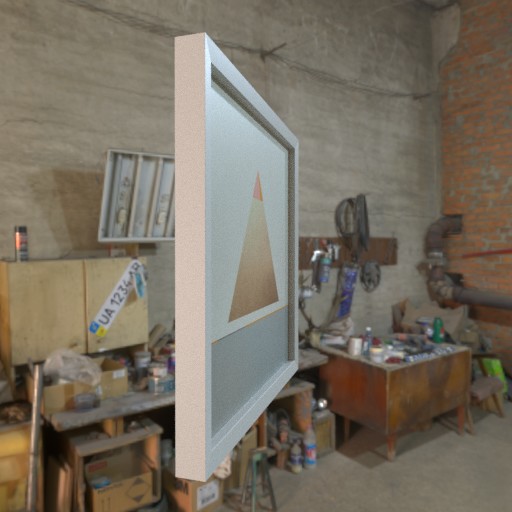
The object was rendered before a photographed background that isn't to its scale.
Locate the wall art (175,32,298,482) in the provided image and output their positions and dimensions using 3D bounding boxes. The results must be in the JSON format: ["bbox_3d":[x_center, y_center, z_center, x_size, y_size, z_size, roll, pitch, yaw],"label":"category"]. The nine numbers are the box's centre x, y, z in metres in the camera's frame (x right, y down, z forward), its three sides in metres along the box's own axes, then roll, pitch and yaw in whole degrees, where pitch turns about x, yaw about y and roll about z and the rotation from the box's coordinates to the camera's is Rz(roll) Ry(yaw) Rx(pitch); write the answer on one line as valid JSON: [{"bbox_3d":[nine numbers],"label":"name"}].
[{"bbox_3d":[0.000,0.000,1.901,0.098,1.291,1.289,0,1,17],"label":"wall art"}]
